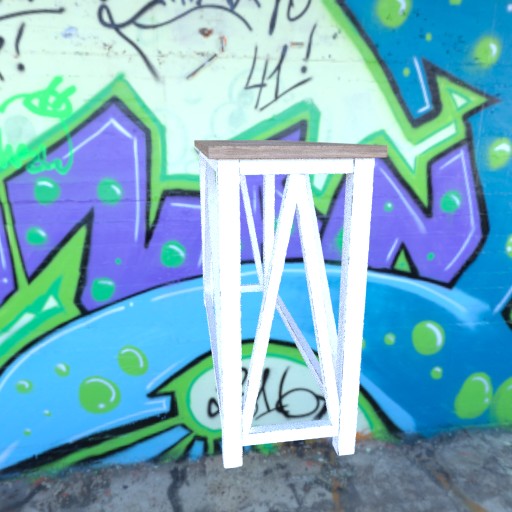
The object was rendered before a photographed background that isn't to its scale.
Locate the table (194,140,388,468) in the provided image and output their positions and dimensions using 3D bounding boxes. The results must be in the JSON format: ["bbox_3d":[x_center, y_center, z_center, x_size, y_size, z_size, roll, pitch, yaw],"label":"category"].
[{"bbox_3d":[0.000,0.000,1.866,0.450,0.930,1.400,-2,15,-9],"label":"table"}]
